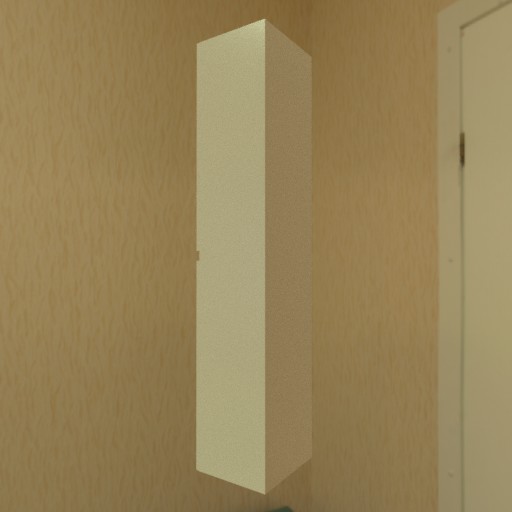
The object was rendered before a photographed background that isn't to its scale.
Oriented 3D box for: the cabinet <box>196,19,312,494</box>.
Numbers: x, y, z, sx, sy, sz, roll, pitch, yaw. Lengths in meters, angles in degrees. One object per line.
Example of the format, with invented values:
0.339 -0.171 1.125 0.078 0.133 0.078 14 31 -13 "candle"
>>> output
0.000 0.000 1.504 0.269 1.400 0.300 0 -1 34 "cabinet"
